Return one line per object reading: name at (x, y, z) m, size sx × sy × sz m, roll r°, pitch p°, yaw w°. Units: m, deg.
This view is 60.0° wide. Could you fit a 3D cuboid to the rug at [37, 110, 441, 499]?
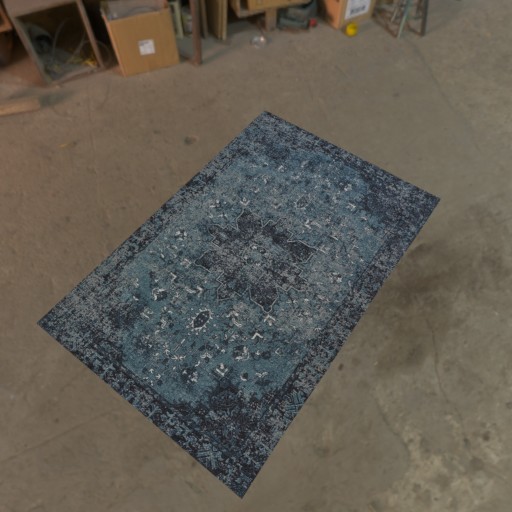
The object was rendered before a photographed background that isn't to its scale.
rug at (0.000, 0.000, 2.279) m, size 1.219 × 0.005 × 1.828 m, roll 32°, pitch 64°, yaw 18°
